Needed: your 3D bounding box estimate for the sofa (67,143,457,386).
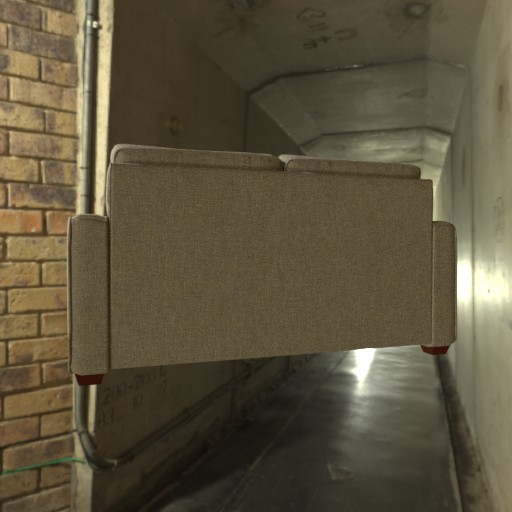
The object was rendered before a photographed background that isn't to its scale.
[{"bbox_3d":[0.000,0.000,2.243,1.706,0.915,0.945,0,1,-17],"label":"sofa"}]
